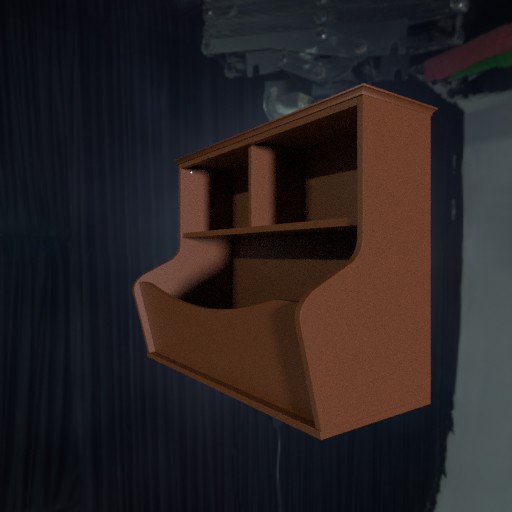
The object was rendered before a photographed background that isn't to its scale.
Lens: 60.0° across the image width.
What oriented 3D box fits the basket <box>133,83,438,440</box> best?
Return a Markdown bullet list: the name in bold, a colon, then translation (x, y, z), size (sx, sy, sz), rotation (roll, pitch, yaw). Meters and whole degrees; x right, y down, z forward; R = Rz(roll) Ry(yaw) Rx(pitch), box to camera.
- **basket**: translation (0.000, 0.000, 1.148), size (0.376, 0.625, 0.792), rotation (0, 0, -36)
